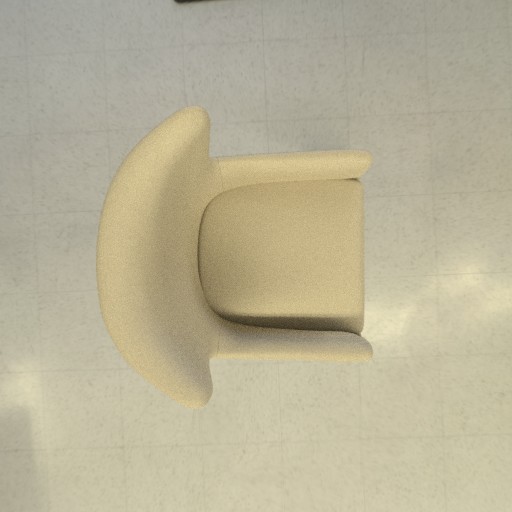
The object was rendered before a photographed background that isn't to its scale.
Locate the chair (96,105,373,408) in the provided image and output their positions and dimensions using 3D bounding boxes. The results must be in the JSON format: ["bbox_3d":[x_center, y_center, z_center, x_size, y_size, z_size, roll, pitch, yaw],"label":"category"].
[{"bbox_3d":[0.000,0.000,1.417,0.686,0.952,0.660,0,90,1],"label":"chair"}]
